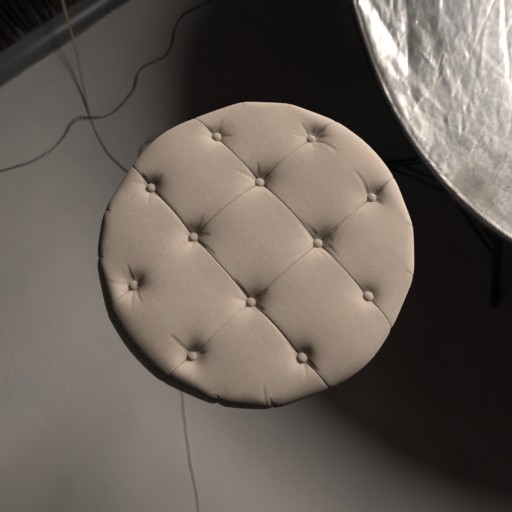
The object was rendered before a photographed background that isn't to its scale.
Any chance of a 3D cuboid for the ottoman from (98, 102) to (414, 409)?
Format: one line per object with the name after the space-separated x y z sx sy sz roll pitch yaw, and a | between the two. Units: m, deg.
0.000 0.000 1.400 0.901 0.439 0.901 0 76 0 | ottoman
